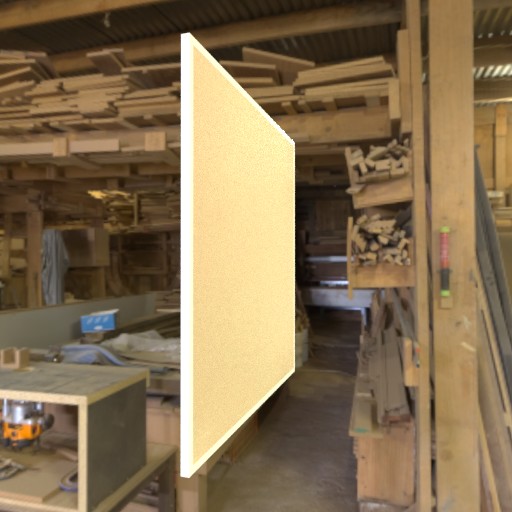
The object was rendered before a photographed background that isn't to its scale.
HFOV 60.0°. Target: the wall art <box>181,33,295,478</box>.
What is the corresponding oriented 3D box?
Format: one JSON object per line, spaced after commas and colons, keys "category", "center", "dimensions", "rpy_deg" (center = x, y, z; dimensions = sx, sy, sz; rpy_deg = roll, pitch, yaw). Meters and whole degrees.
{"category": "wall art", "center": [0.000, 0.000, 0.821], "dimensions": [0.012, 0.557, 0.557], "rpy_deg": [0, 0, 19]}
